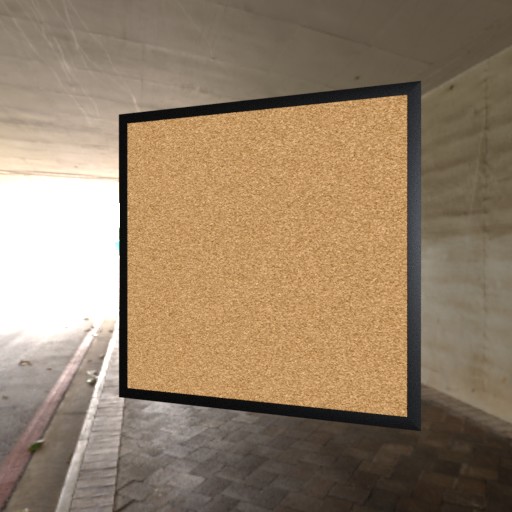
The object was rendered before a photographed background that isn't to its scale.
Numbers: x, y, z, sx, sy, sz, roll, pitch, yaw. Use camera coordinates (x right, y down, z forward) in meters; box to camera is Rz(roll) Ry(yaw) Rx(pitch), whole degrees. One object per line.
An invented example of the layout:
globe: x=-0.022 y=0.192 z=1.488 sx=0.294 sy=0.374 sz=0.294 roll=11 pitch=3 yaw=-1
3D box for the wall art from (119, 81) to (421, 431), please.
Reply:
wall art: x=0.000 y=0.000 z=1.085 sx=0.756 sy=0.755 sz=0.036 roll=0 pitch=0 yaw=18
